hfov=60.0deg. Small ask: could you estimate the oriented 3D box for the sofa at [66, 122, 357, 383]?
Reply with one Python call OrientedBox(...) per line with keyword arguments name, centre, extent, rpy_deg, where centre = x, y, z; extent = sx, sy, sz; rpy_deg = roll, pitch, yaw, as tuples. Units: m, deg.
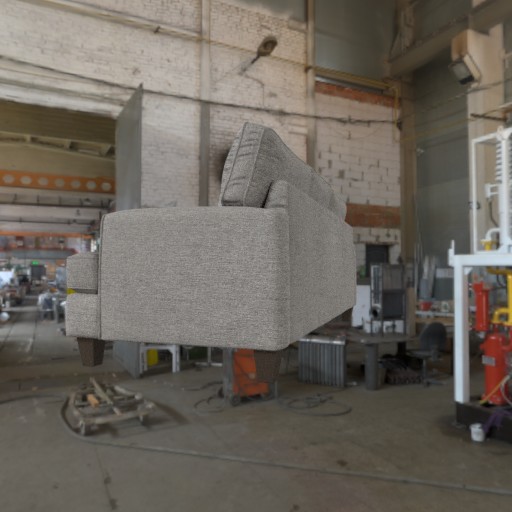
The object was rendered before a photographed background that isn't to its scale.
OrientedBox(name="sofa", centre=(0.000, 0.000, 2.675), extent=(0.951, 0.965, 2.158), rpy_deg=(-1, -2, 20))
